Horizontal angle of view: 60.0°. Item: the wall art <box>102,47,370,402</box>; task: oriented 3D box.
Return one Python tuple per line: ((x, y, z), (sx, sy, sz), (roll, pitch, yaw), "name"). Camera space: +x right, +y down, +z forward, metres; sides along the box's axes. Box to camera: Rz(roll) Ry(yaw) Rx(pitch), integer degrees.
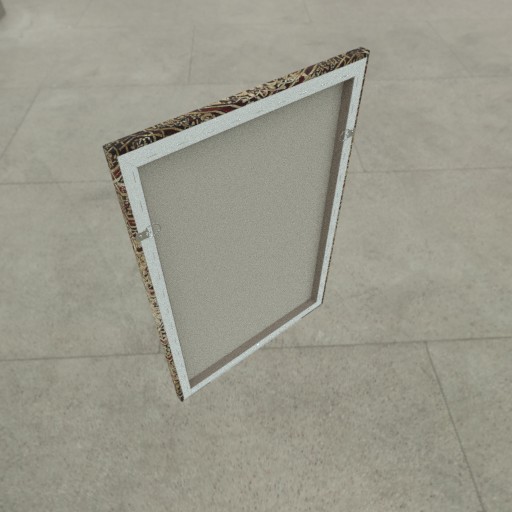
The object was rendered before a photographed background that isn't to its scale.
((0.000, 0.000, 1.154), (0.599, 0.904, 0.030), (-30, 54, -25), "wall art")
